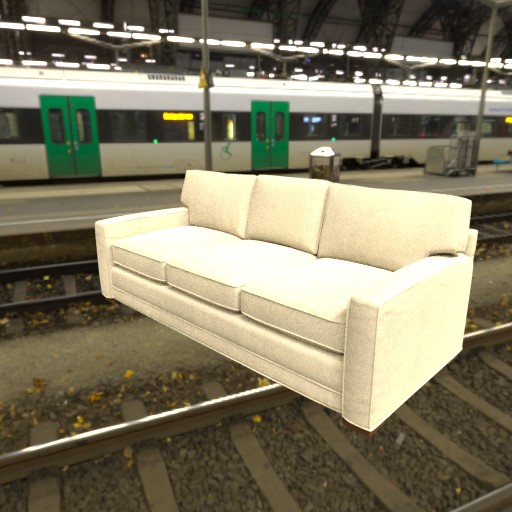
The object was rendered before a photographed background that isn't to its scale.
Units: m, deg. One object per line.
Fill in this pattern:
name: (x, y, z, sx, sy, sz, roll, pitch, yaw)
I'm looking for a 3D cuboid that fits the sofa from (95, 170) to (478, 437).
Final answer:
sofa: (0.000, 0.000, 2.567, 2.093, 0.862, 0.936, 15, 22, 42)
